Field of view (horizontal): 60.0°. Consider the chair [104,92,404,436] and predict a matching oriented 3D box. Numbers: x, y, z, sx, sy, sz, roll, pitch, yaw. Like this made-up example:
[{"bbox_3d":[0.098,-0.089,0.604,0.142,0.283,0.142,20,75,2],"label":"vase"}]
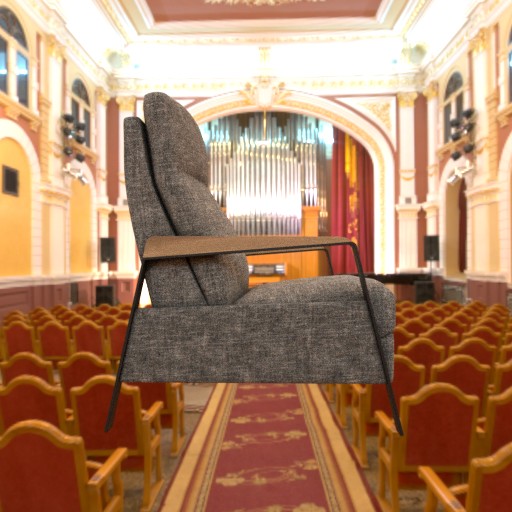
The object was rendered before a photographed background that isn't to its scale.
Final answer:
[{"bbox_3d":[0.000,0.000,1.624,0.868,1.042,0.671,0,-1,2],"label":"chair"}]
